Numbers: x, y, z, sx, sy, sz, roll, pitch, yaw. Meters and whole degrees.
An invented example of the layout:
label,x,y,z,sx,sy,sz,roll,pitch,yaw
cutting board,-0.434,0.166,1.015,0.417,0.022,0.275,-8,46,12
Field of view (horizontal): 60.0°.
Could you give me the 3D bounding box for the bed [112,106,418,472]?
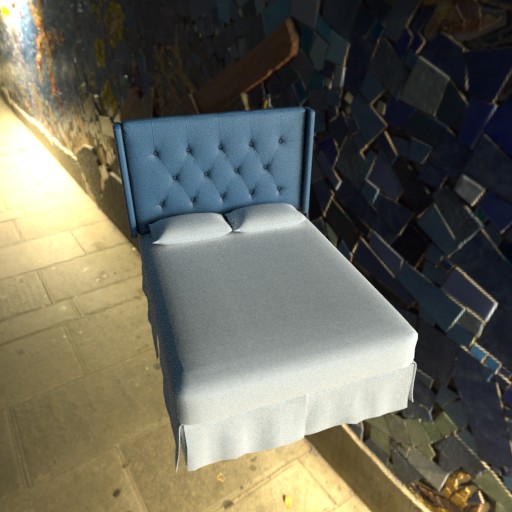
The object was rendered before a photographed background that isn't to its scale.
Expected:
label,x,y,z,sx,sy,sz,roll,pitch,yaw
bed,0.000,0.000,3.331,1.719,1.665,2.078,-10,33,-16
